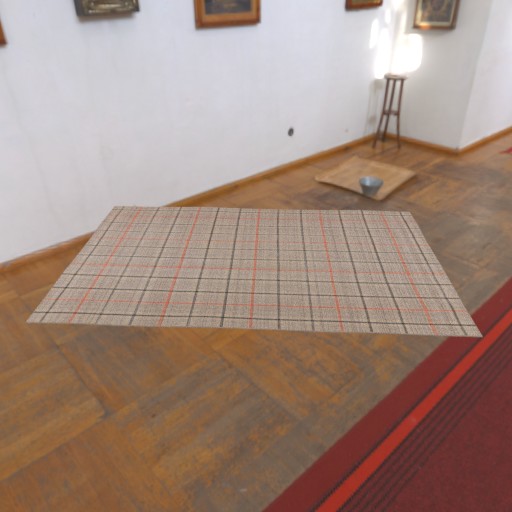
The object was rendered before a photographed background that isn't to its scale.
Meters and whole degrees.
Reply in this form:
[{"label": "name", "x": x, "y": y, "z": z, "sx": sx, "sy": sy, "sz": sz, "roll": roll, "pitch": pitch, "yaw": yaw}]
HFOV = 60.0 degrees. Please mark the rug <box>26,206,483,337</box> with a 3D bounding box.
[{"label": "rug", "x": 0.000, "y": 0.000, "z": 3.014, "sx": 2.439, "sy": 0.015, "sz": 1.524, "roll": 1, "pitch": 31, "yaw": 2}]
